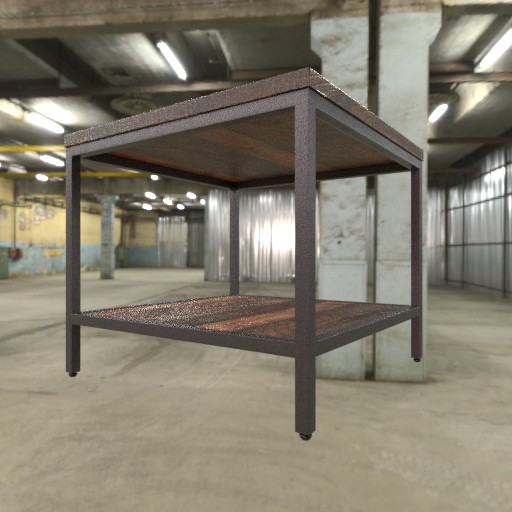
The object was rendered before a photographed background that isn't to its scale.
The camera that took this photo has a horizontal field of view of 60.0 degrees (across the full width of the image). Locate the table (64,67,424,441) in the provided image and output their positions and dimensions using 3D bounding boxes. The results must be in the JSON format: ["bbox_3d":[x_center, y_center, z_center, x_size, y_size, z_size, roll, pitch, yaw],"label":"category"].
[{"bbox_3d":[0.000,0.000,0.948,0.553,0.482,0.548,0,0,35],"label":"table"}]
